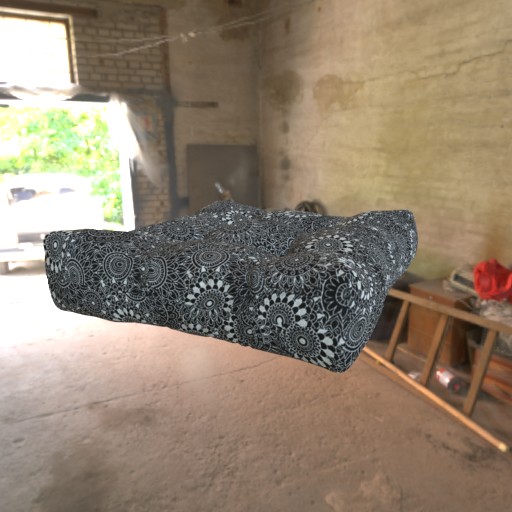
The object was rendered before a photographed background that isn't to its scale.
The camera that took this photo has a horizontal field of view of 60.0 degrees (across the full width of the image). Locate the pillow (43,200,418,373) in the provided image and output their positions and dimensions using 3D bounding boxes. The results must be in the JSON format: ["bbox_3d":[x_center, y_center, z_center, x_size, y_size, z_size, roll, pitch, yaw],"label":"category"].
[{"bbox_3d":[0.000,0.000,0.741,0.468,0.128,0.490,7,15,25],"label":"pillow"}]
